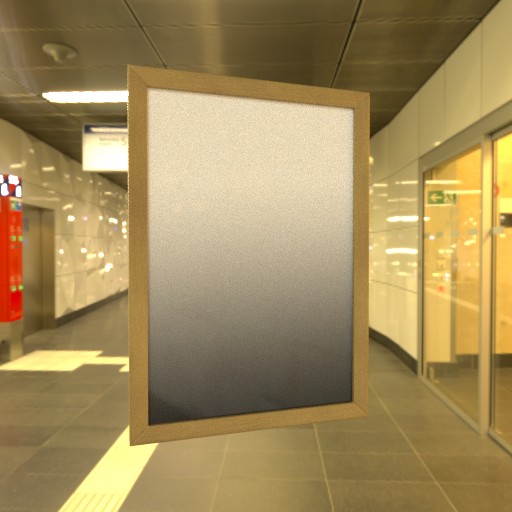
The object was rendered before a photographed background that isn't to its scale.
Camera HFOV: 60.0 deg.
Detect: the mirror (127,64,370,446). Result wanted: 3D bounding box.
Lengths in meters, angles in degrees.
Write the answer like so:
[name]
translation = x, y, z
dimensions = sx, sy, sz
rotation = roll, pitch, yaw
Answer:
[mirror]
translation = 0.000, 0.000, 0.917
dimensions = 0.507, 0.710, 0.040
rotation = 0, 1, -17
